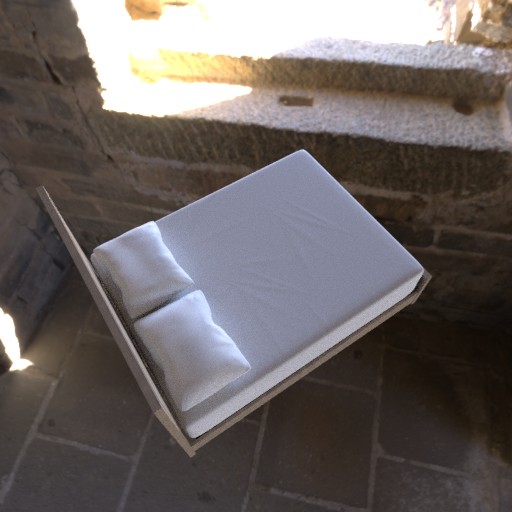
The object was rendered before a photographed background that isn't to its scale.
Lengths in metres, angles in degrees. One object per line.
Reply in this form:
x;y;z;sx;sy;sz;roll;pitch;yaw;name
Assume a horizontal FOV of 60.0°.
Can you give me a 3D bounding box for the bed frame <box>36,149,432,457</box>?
0.000;0.000;3.273;2.189;1.369;1.606;-29;62;-17;bed frame
